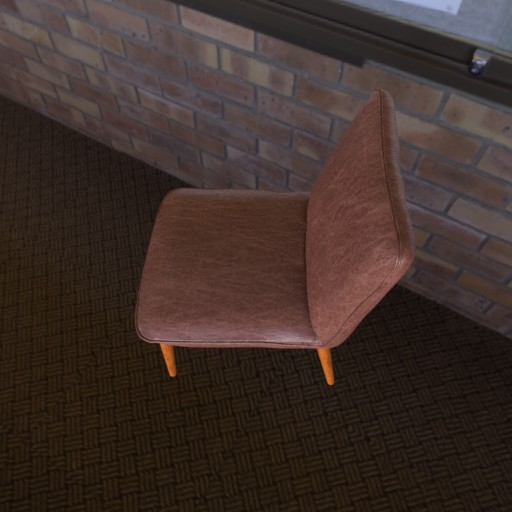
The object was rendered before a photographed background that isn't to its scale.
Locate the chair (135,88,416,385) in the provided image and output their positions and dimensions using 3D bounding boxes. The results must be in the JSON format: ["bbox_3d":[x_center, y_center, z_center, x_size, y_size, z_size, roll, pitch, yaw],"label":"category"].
[{"bbox_3d":[0.000,0.000,1.245,0.645,0.803,0.543,-1,58,-1],"label":"chair"}]
